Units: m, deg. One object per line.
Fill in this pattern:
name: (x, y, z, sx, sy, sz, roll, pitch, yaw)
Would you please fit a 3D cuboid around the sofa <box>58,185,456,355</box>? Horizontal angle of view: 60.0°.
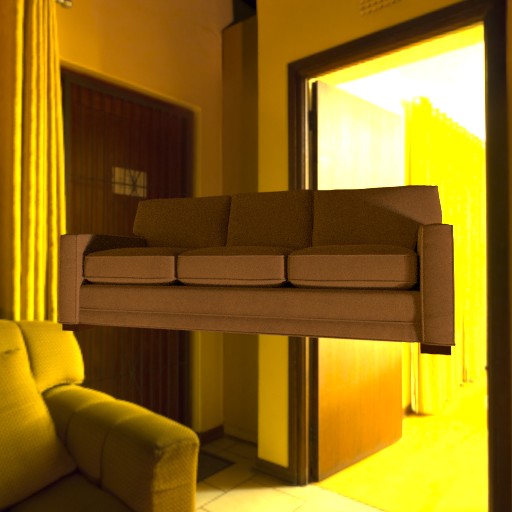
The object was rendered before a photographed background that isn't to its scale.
sofa: (0.000, 0.000, 2.624, 2.093, 0.862, 0.936, 0, -1, 20)
